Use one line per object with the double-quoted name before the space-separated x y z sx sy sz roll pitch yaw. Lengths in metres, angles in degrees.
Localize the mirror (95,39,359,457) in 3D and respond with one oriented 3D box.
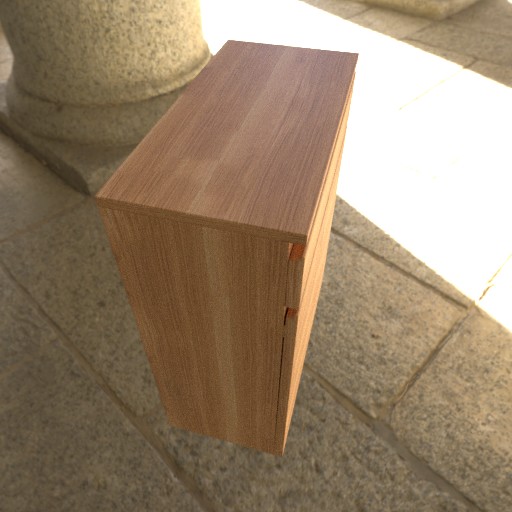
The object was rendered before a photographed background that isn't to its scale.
"mirror" 0.000 0.000 1.407 0.400 1.000 0.800 11 47 11
